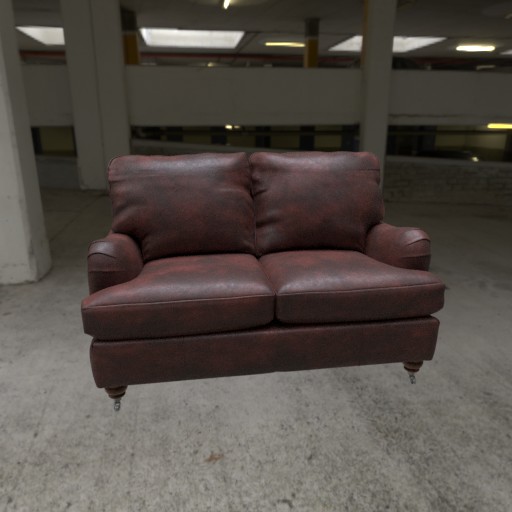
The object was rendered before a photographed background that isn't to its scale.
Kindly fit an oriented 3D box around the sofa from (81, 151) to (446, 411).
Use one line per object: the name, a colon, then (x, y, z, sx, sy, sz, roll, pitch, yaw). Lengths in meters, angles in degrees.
sofa: (0.000, 0.000, 2.400, 1.628, 1.070, 1.148, -3, 18, -8)
